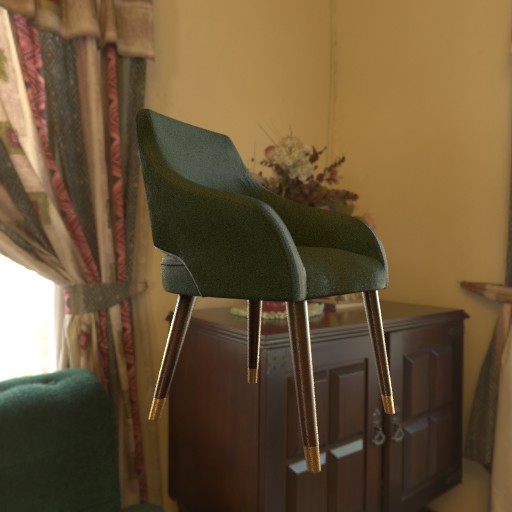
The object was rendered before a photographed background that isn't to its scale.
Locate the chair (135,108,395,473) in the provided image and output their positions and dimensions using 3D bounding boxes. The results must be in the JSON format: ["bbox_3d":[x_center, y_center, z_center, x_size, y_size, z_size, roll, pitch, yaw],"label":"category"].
[{"bbox_3d":[0.000,0.000,1.555,0.794,1.081,0.683,0,-1,37],"label":"chair"}]
